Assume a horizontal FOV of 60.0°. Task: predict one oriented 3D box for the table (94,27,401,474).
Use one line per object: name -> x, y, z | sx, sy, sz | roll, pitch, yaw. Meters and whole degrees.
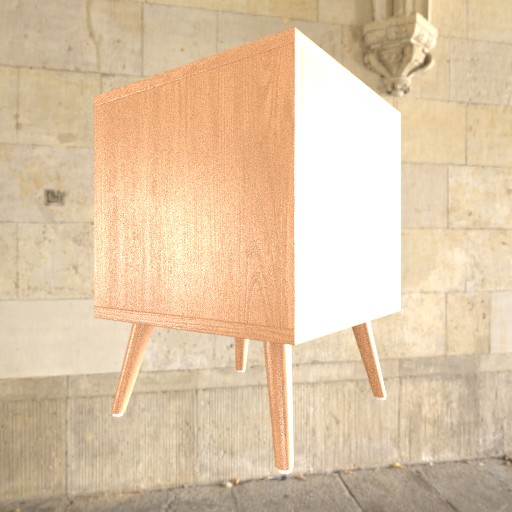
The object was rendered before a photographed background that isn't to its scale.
table -> 0.000, 0.000, 0.809 | 0.400, 0.550, 0.400 | 0, 0, 36
